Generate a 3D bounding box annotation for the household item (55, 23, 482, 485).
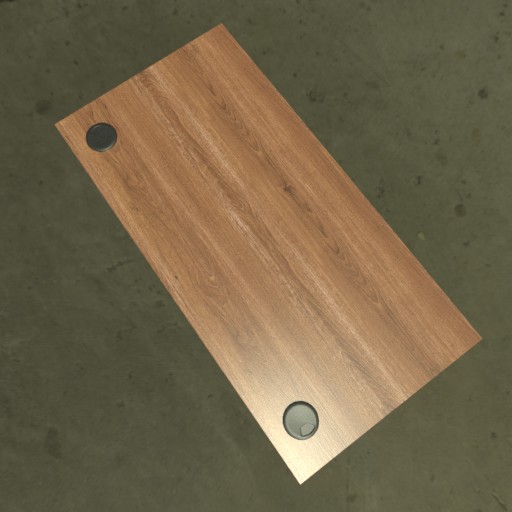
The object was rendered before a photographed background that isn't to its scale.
[{"bbox_3d":[0.000,0.000,1.594,0.600,0.750,1.200,-35,79,-8],"label":"household item"}]
